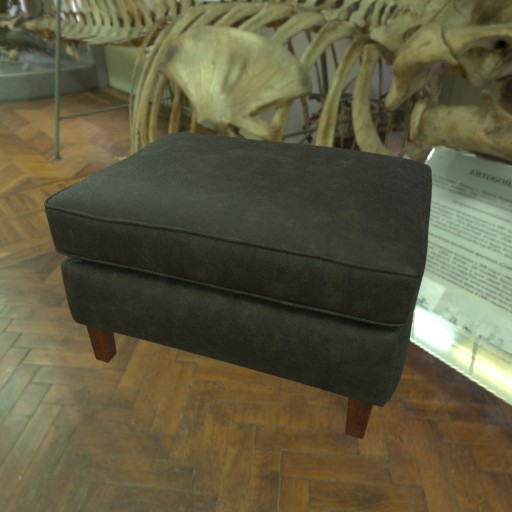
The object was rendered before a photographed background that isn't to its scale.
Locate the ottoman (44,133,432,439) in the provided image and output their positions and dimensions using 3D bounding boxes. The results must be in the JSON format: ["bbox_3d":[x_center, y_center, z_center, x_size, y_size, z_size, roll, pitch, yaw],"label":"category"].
[{"bbox_3d":[0.000,0.000,0.959,0.665,0.413,0.501,11,33,17],"label":"ottoman"}]
